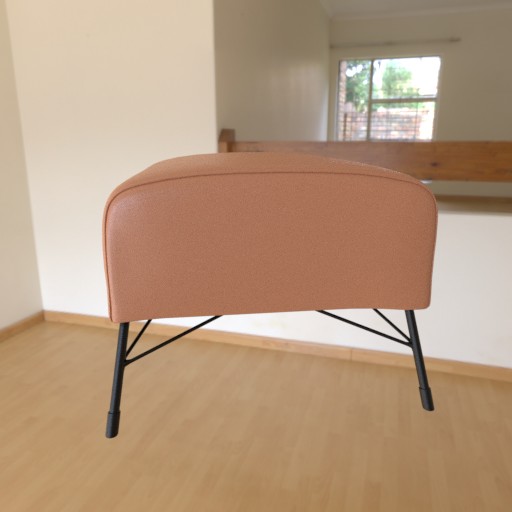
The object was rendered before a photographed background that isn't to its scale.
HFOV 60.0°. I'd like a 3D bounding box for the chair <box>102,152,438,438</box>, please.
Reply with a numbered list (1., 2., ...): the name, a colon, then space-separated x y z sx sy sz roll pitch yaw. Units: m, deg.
1. chair: 0.000 0.000 0.900 0.530 0.410 0.530 -2 15 -7
